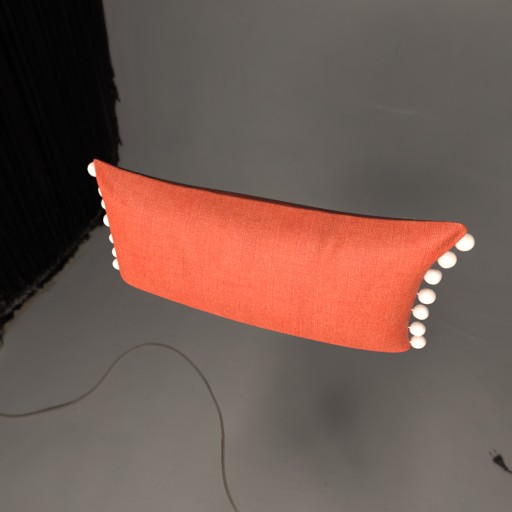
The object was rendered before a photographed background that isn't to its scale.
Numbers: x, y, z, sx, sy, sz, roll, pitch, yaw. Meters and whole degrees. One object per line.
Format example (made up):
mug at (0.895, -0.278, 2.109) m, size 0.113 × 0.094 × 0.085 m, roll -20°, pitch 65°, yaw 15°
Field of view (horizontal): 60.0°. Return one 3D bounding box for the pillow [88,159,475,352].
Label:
pillow at (0.000, 0.000, 0.846) m, size 0.709 × 0.322 × 0.201 m, roll 13°, pitch 44°, yaw 14°
